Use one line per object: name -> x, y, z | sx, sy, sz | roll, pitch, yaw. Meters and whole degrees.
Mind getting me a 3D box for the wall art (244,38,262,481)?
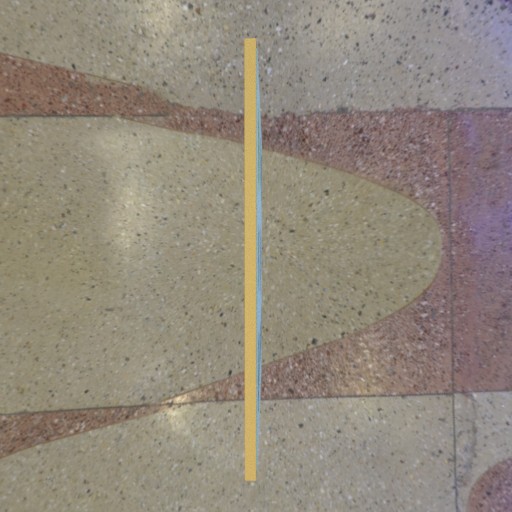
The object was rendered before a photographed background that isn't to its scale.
wall art -> 0.000, 0.000, 0.684 | 0.013, 0.455, 0.457 | 0, 92, 1
